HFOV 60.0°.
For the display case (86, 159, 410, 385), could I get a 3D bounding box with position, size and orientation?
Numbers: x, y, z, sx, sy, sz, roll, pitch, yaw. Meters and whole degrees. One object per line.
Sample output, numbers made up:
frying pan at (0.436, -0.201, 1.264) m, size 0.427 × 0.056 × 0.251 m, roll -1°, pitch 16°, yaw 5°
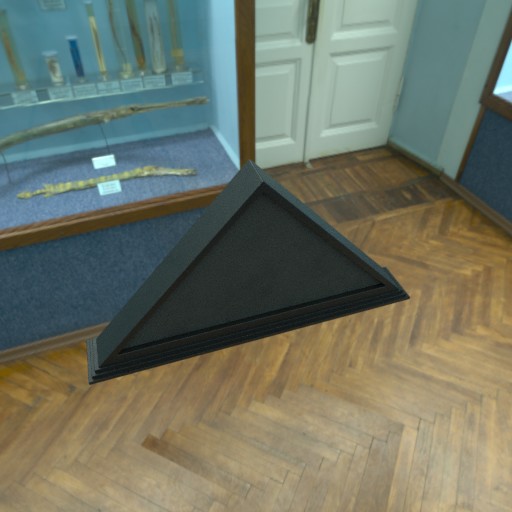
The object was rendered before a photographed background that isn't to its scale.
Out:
display case at (0.000, 0.000, 0.763) m, size 0.640 × 0.340 × 0.095 m, roll -12°, pitch 43°, yaw -14°
